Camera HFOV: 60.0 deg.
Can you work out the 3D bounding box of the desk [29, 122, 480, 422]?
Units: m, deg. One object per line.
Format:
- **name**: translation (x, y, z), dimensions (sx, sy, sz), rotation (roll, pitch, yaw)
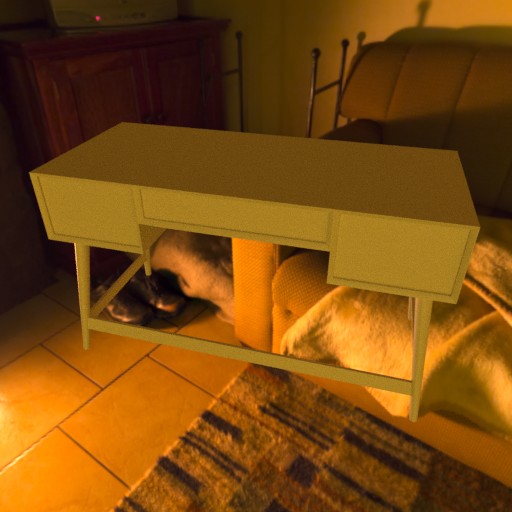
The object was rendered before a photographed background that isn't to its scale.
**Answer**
- **desk**: translation (0.000, 0.000, 1.687), dimensions (1.313, 0.762, 0.589), rotation (9, 34, 13)
